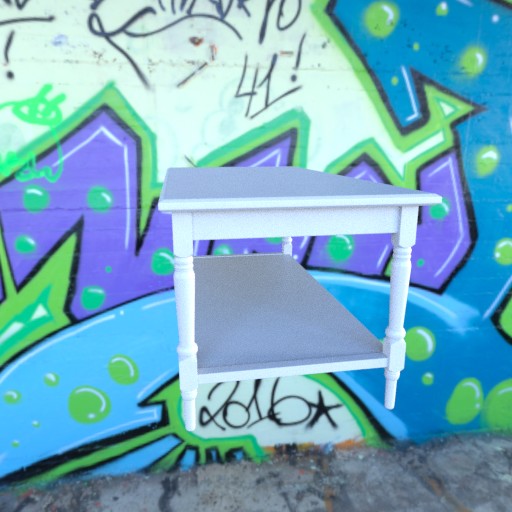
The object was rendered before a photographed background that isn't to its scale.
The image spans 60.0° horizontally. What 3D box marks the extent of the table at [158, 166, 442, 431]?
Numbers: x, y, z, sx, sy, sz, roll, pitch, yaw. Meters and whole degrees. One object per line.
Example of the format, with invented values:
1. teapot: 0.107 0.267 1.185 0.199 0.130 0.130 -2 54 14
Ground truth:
1. table: 0.000 0.000 1.420 0.551 0.506 1.109 -3 14 -10
